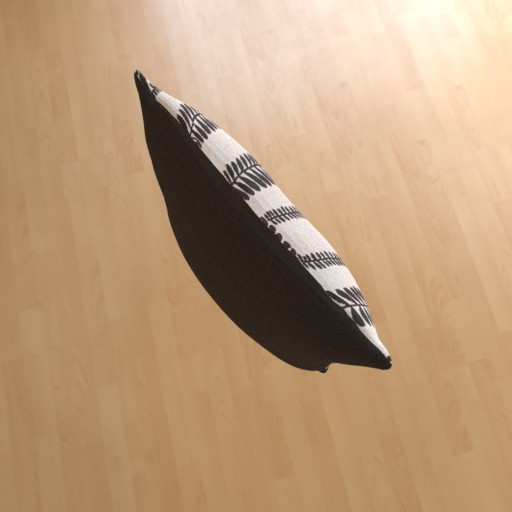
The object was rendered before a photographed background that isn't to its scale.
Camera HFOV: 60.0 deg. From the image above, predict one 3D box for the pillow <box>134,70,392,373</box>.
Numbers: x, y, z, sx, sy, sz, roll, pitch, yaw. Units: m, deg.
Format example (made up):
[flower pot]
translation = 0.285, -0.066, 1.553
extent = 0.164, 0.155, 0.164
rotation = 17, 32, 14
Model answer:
[pillow]
translation = 0.000, 0.000, 0.675
extent = 0.182, 0.441, 0.440
rotation = -38, 79, -9
